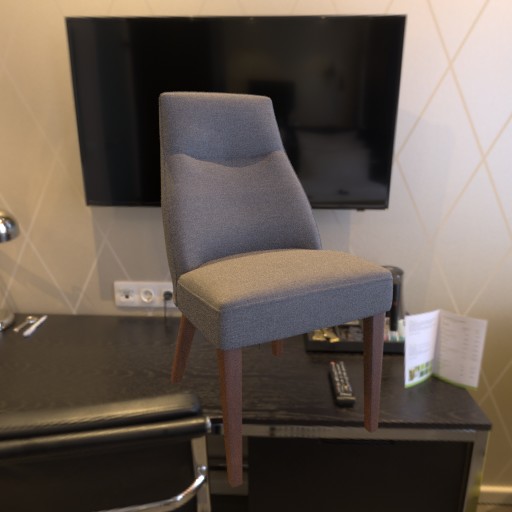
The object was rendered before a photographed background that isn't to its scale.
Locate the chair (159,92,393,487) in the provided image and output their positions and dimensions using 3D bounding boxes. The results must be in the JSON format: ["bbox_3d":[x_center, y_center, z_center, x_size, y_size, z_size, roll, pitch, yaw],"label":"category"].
[{"bbox_3d":[0.000,0.000,1.286,0.500,0.930,0.620,-8,18,-27],"label":"chair"}]
